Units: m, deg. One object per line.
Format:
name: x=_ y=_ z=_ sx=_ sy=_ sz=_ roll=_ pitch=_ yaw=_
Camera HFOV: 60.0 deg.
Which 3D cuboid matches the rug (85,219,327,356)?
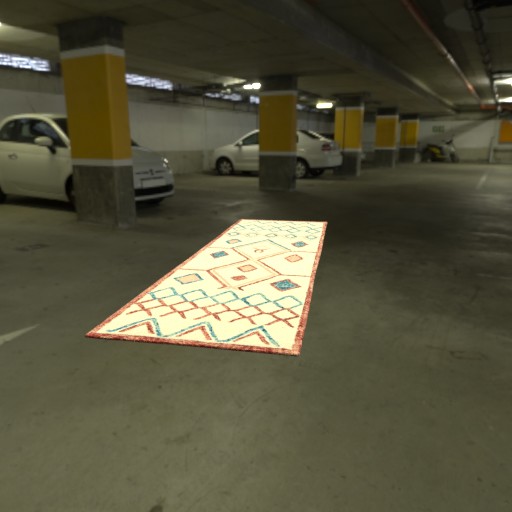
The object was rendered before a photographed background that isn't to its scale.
rug: x=0.000 y=0.000 z=2.630 sx=0.750 sy=0.011 sz=2.435 roll=3 pitch=15 yaw=11
